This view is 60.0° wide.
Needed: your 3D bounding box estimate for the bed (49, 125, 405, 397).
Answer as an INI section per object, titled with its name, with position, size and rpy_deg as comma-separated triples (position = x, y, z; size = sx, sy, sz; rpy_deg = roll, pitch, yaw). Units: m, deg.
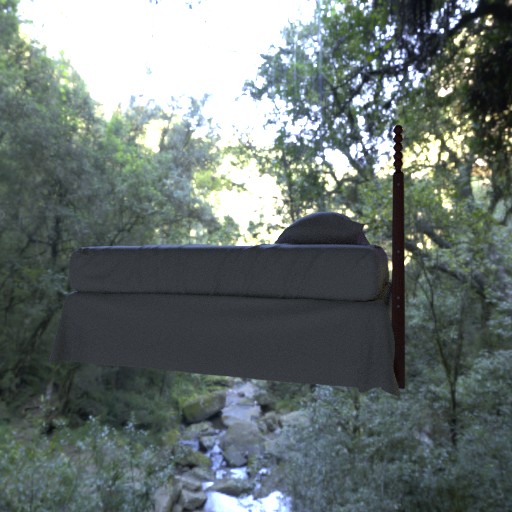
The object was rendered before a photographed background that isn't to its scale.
[bed]
position = 0.000, 0.000, 3.495
size = 2.219, 1.355, 2.322
rpy_deg = 0, 0, 18
